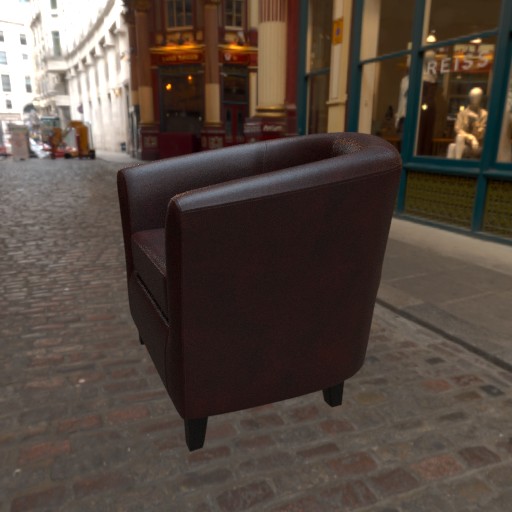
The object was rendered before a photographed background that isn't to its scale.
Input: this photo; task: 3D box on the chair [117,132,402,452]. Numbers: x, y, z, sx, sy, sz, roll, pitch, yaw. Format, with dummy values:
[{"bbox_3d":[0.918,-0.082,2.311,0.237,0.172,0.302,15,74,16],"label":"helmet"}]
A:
[{"bbox_3d":[0.000,0.000,1.409,0.727,0.756,0.792,-7,18,-24],"label":"chair"}]
